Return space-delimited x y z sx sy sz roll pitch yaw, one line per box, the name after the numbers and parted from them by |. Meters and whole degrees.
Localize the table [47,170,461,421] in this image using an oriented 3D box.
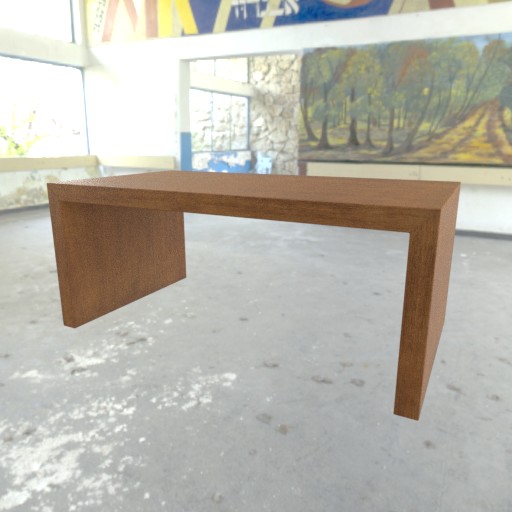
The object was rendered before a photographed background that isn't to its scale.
0.000 0.000 1.272 1.000 0.419 0.549 8 17 26 | table
